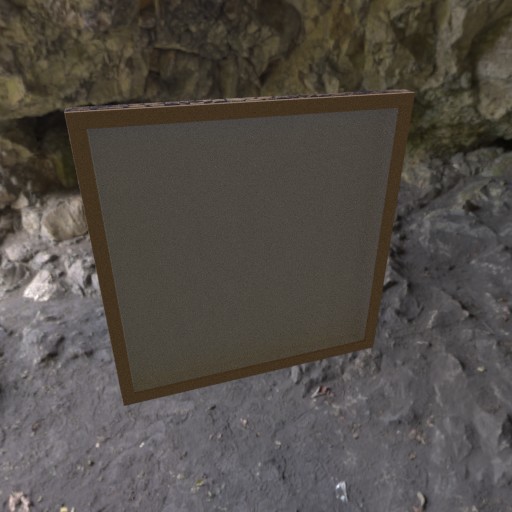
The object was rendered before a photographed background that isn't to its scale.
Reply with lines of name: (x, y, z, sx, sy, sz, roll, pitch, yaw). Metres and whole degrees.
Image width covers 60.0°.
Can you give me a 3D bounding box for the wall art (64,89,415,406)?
wall art: (0.000, 0.000, 0.903, 0.612, 0.612, 0.038, -9, 30, -16)
